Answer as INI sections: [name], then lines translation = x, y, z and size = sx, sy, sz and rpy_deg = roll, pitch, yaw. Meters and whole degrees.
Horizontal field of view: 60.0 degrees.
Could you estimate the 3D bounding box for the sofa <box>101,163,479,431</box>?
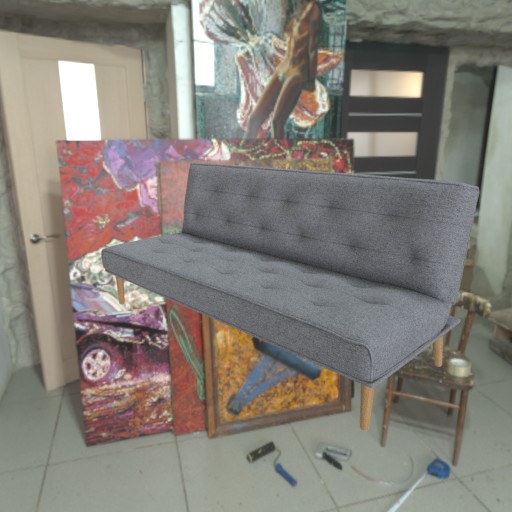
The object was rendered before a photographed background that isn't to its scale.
[sofa]
translation = 0.000, 0.000, 2.267
size = 1.820, 0.830, 0.810
rpy_deg = 15, 21, 43
